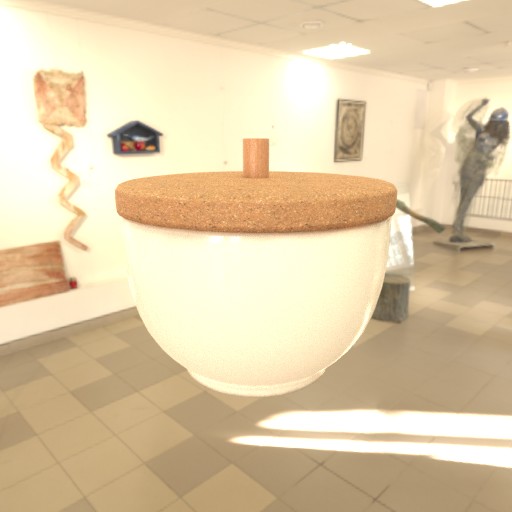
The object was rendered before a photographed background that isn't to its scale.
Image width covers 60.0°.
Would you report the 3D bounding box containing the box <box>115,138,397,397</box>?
[{"bbox_3d":[0.000,0.000,0.183,0.107,0.094,0.107,0,15,0],"label":"box"}]
